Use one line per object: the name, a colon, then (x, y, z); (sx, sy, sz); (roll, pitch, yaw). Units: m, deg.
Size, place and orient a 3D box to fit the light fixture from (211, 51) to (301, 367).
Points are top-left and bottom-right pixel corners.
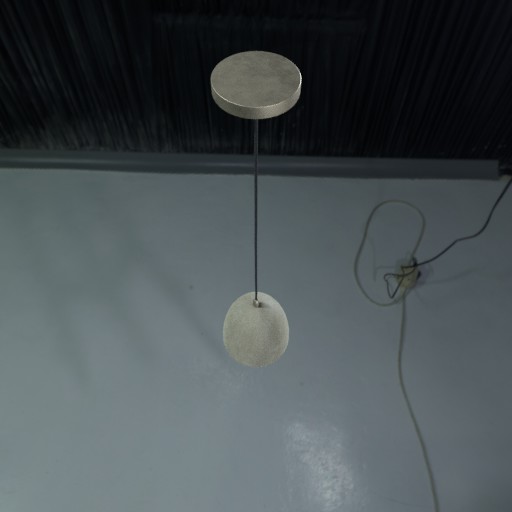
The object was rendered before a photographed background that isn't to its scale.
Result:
light fixture: (0.000, 0.000, 0.832); (0.170, 0.759, 0.170); (0, 57, 0)
